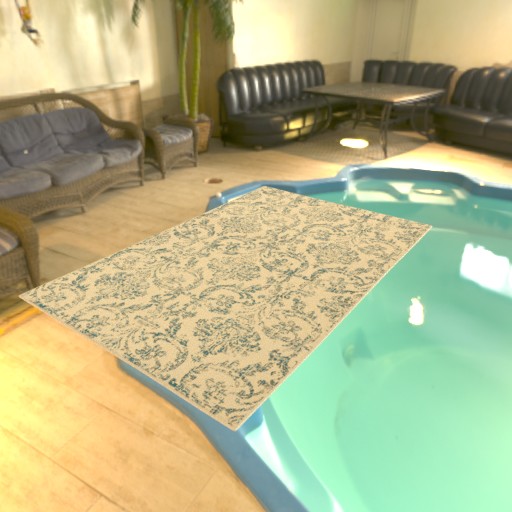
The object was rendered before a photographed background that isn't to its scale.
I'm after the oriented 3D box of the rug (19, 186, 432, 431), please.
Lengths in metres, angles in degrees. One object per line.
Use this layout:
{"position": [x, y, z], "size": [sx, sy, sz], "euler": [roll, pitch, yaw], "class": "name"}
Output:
{"position": [0.000, 0.000, 3.384], "size": [1.819, 0.018, 2.746], "euler": [19, 33, 32], "class": "rug"}
